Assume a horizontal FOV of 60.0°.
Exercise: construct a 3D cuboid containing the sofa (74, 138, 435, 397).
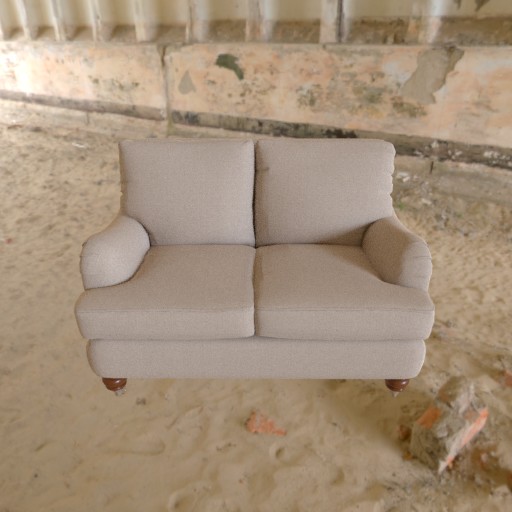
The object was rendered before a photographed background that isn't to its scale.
[{"bbox_3d":[0.000,0.000,2.221,1.508,1.048,1.087,0,27,0],"label":"sofa"}]
